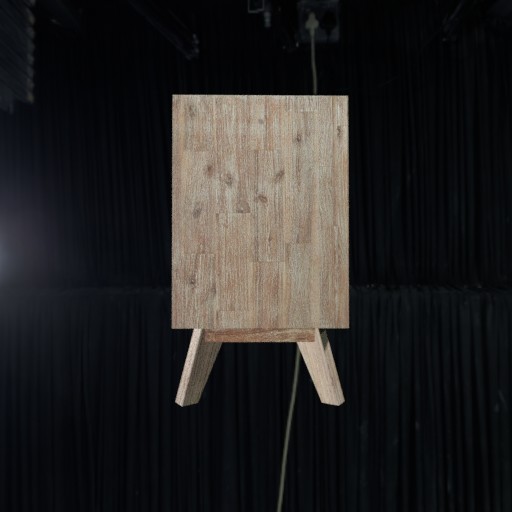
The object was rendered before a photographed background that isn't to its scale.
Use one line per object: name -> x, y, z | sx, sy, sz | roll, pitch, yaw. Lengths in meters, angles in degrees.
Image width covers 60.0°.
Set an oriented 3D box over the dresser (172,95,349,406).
dresser -> 0.000, 0.000, 1.915 | 0.455, 0.805, 1.554 | 0, -1, -1
